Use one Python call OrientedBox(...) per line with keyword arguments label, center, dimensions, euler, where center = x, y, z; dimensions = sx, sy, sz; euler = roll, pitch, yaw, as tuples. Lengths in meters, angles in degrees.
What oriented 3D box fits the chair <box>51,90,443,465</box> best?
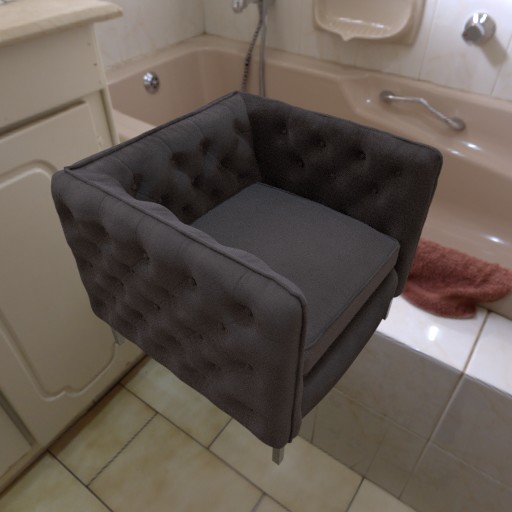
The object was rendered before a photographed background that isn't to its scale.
OrientedBox(label="chair", center=(0.000, 0.000, 1.621), dimensions=(0.913, 0.807, 0.946), euler=(27, 48, 28))
